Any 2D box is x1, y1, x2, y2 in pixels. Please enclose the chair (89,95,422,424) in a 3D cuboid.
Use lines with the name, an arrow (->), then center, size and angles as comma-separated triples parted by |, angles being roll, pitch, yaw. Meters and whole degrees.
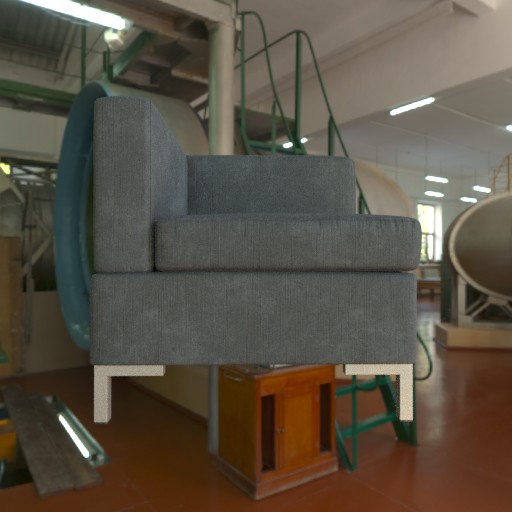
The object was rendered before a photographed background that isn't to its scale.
chair -> 0.000, 0.000, 1.192 | 0.680, 0.660, 0.680 | 0, 0, -1
